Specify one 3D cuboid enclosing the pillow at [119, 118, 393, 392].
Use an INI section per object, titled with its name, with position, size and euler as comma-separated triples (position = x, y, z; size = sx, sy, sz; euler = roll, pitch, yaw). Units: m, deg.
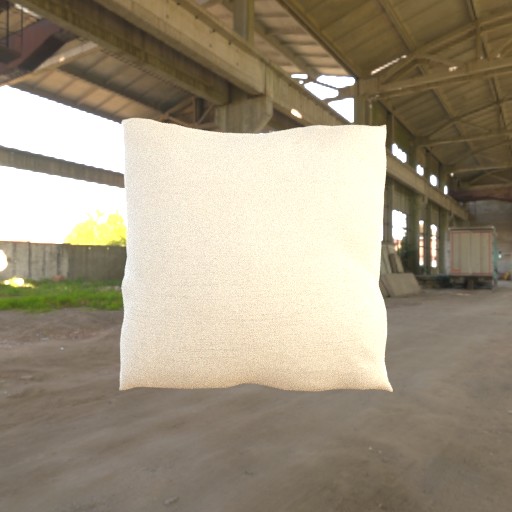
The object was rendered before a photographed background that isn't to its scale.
[pillow]
position = 0.000, 0.000, 0.721
size = 0.450, 0.448, 0.245
euler = 0, -1, -1
